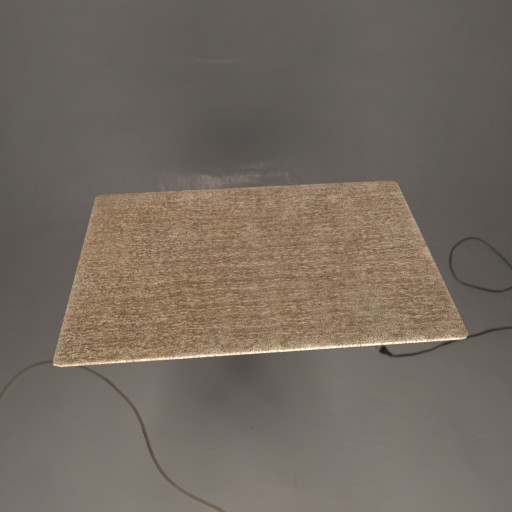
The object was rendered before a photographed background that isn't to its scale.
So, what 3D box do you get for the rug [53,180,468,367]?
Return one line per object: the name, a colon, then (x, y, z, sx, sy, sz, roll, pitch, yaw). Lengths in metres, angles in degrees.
rug: (0.000, 0.000, 3.122, 2.469, 0.024, 1.539, -3, 47, -3)
